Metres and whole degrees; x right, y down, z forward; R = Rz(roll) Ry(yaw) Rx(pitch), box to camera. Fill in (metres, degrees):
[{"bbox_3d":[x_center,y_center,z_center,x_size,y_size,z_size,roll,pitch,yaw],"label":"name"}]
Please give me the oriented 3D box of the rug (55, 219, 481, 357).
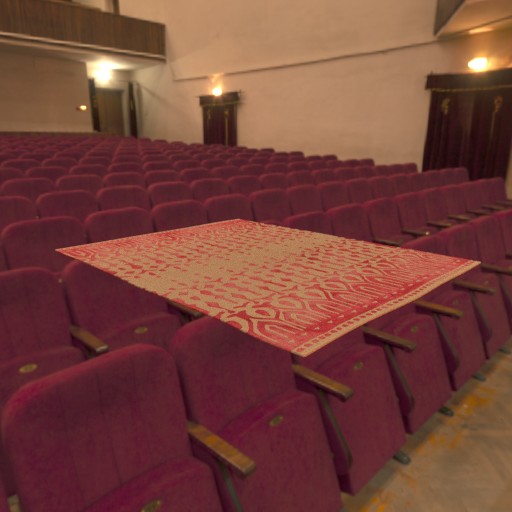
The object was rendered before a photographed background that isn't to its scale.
[{"bbox_3d":[0.000,0.000,4.040,3.095,0.016,2.441,14,20,43],"label":"rug"}]
